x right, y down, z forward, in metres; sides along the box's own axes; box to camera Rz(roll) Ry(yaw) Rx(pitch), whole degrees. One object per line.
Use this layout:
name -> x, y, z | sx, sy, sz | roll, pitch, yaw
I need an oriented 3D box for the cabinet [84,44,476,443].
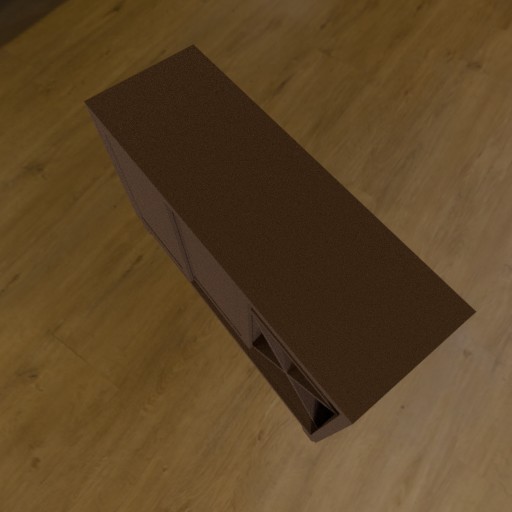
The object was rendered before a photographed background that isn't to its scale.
cabinet -> 0.000, 0.000, 1.835 | 0.482, 0.914, 1.396 | -35, 69, -16
